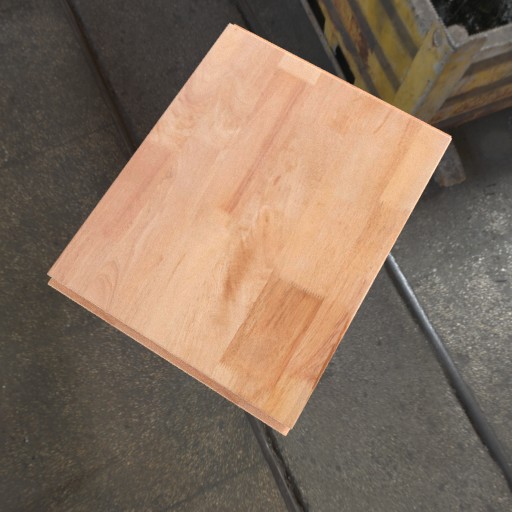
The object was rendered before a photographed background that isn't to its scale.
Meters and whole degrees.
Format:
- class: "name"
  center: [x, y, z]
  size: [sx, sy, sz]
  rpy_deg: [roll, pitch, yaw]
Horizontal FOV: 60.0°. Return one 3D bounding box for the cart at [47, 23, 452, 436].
- class: "cart"
  center: [0.000, 0.000, 1.218]
  size: [0.508, 0.838, 0.640]
  rpy_deg: [30, 78, 7]
